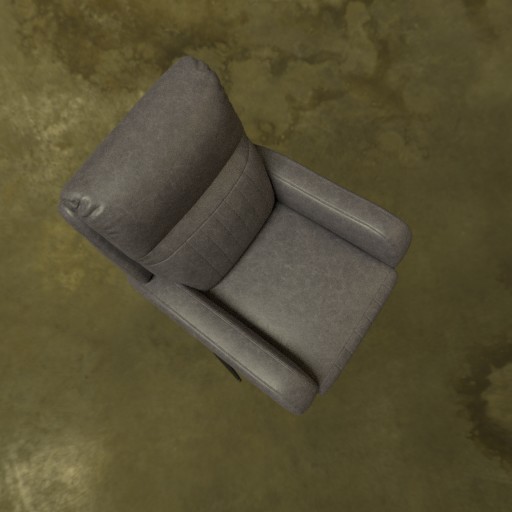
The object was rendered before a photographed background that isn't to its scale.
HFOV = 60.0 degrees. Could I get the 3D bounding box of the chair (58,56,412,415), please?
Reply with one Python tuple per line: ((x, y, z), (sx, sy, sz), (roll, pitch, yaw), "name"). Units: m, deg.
((0.000, 0.000, 1.742), (1.067, 1.067, 0.865), (34, 78, 8), "chair")
